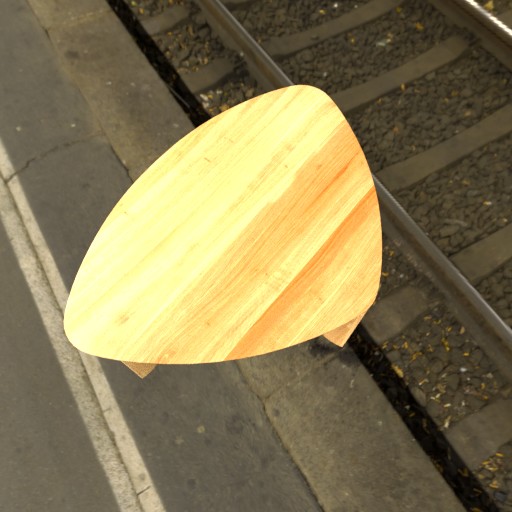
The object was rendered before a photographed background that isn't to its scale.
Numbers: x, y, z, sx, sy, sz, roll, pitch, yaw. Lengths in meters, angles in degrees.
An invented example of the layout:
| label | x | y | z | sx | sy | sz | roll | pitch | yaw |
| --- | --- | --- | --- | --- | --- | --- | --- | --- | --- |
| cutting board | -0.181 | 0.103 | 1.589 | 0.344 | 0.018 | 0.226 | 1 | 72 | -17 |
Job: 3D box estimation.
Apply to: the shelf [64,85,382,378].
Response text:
| label | x | y | z | sx | sy | sz | roll | pitch | yaw |
| --- | --- | --- | --- | --- | --- | --- | --- | --- | --- |
| shelf | 0.000 | 0.000 | 1.616 | 0.863 | 0.439 | 1.240 | 35 | 69 | 15 |
